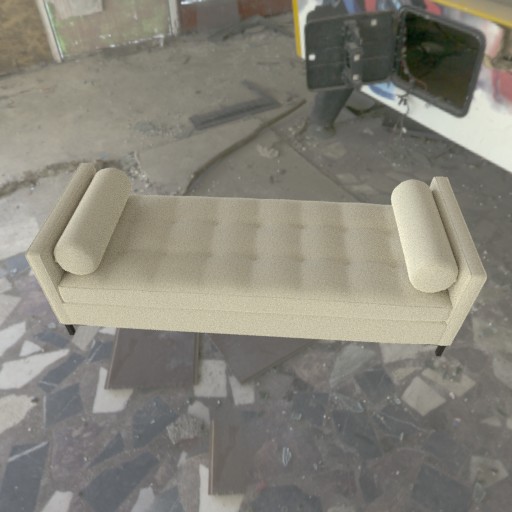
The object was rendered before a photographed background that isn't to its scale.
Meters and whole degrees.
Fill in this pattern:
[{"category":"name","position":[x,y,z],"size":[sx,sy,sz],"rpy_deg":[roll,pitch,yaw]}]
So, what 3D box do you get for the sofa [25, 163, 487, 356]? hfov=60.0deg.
[{"category":"sofa","position":[0.000,0.000,2.337],"size":[1.985,0.641,0.746],"rpy_deg":[3,45,3]}]
